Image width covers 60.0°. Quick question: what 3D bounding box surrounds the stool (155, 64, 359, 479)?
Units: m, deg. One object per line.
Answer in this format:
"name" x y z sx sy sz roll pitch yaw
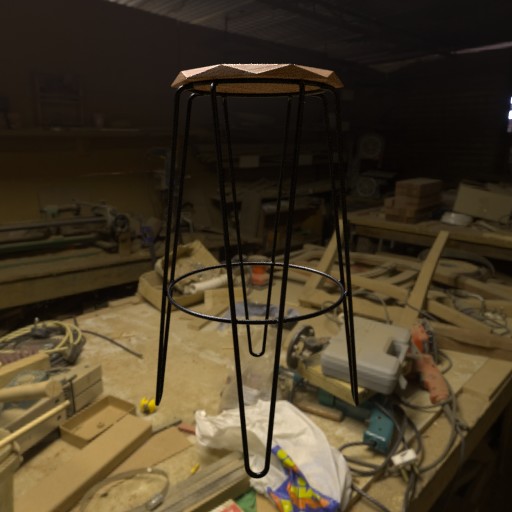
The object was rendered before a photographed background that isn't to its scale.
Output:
"stool" 0.000 0.000 0.804 0.326 0.610 0.326 -14 21 -43
